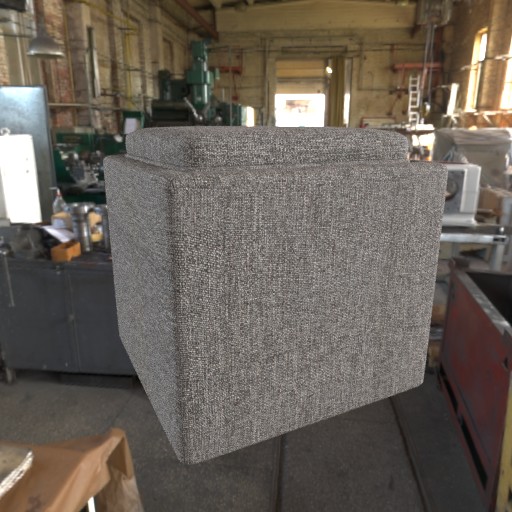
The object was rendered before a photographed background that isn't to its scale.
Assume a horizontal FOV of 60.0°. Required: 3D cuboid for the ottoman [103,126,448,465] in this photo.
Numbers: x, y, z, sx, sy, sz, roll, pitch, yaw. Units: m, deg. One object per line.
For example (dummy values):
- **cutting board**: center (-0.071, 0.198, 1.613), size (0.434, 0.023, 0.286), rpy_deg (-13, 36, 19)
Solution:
- **ottoman**: center (0.000, 0.000, 0.817), size (0.450, 0.460, 0.450), rpy_deg (-8, 18, -26)
